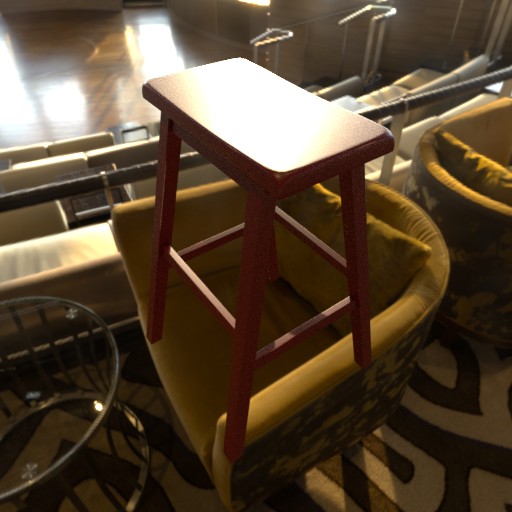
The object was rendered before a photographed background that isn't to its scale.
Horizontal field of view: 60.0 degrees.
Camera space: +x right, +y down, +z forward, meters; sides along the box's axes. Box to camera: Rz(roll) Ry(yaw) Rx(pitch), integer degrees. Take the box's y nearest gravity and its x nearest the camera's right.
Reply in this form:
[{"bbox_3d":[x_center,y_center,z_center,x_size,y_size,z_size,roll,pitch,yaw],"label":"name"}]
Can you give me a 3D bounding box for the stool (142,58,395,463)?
[{"bbox_3d":[0.000,0.000,1.039,0.476,0.737,0.457,-26,48,-26],"label":"stool"}]
